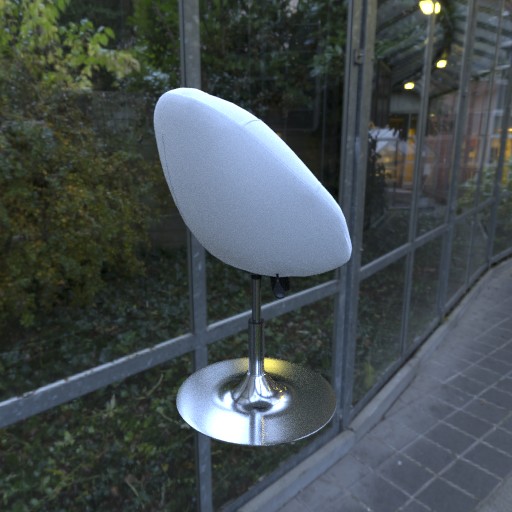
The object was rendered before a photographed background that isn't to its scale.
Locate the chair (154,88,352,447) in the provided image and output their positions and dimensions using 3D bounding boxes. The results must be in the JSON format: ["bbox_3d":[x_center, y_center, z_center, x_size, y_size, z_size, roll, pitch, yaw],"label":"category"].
[{"bbox_3d":[0.000,0.000,1.821,0.736,1.261,0.940,-6,15,-25],"label":"chair"}]
